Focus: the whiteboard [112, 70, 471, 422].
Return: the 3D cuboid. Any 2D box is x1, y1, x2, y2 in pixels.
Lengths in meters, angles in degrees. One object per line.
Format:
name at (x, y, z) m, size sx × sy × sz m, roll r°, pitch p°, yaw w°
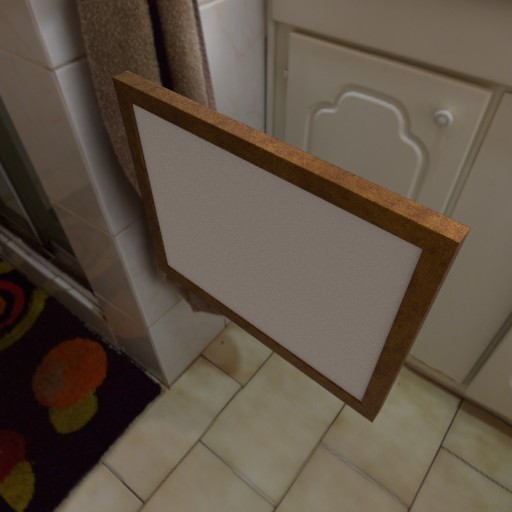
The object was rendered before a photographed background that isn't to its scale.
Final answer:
whiteboard at (0.000, 0.000, 0.745) m, size 0.561 × 0.457 × 0.029 m, roll 32°, pitch 55°, yaw 26°
